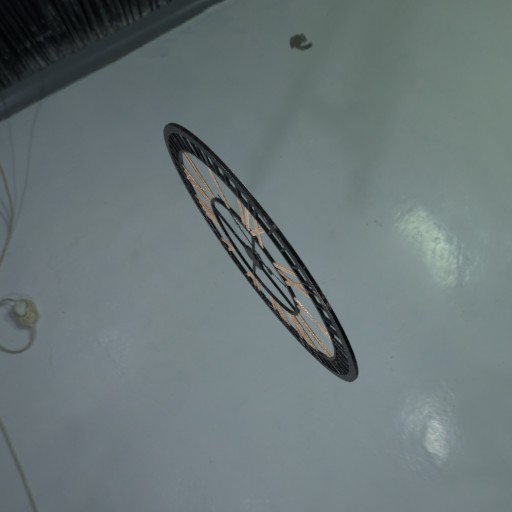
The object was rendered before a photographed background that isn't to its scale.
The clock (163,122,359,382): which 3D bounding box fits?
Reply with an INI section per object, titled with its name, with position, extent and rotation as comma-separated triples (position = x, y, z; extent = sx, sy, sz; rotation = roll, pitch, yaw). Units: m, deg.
[clock]
position = 0.000, 0.000, 1.250
extent = 0.025, 0.843, 0.843
rotation = -36, 77, -9
